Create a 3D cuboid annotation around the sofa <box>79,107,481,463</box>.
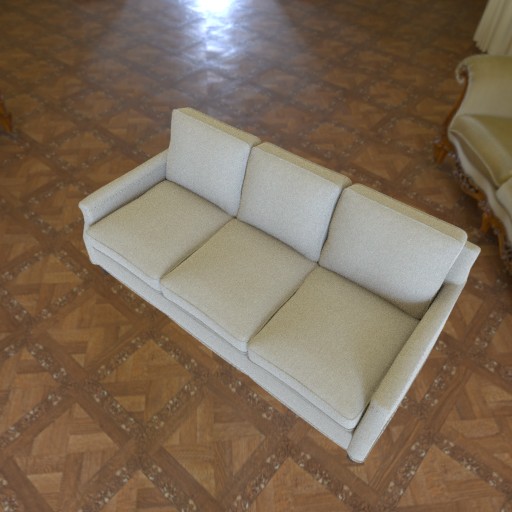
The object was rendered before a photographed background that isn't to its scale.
[{"bbox_3d":[0.000,0.000,2.741,2.246,1.003,1.084,31,54,25],"label":"sofa"}]
